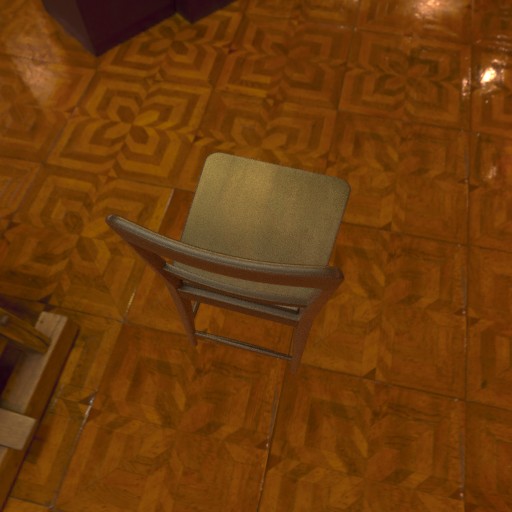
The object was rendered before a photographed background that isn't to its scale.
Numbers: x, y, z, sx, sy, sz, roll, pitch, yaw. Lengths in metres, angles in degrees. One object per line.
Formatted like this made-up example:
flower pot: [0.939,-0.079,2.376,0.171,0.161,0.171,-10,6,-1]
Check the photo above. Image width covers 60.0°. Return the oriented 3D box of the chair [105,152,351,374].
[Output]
chair: [0.000,0.000,1.305,0.450,0.991,0.546,14,64,7]
